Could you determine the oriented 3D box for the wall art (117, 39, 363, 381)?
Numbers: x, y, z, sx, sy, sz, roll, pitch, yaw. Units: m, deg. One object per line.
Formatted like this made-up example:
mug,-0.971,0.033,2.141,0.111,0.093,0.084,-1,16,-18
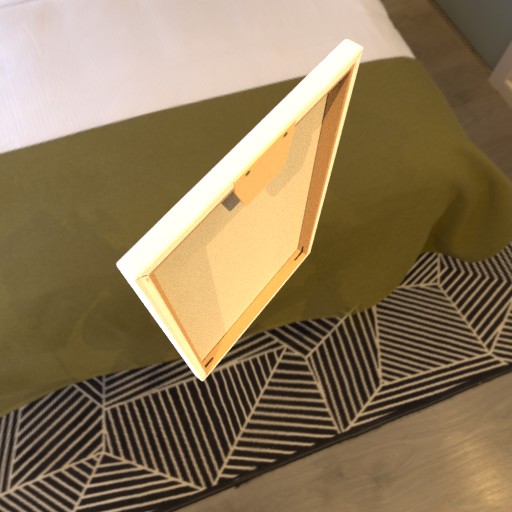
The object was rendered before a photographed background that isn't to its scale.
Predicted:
wall art,0.000,0.000,1.145,0.048,0.902,0.602,36,70,15
